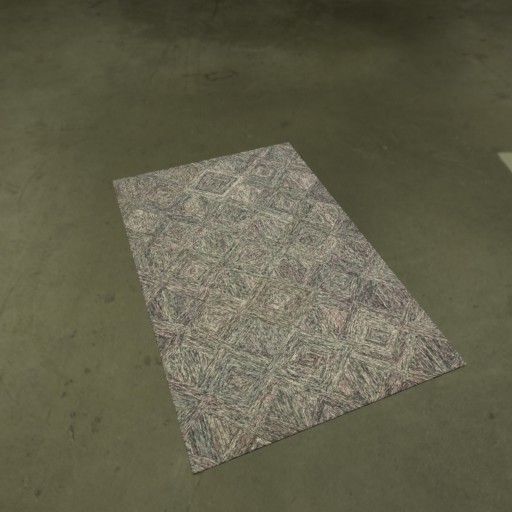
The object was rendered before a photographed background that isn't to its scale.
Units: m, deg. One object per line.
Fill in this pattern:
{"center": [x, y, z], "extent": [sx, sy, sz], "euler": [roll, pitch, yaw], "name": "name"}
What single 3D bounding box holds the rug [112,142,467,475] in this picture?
{"center": [0.000, 0.000, 2.896], "extent": [1.501, 0.017, 2.298], "euler": [-16, 49, -14], "name": "rug"}
